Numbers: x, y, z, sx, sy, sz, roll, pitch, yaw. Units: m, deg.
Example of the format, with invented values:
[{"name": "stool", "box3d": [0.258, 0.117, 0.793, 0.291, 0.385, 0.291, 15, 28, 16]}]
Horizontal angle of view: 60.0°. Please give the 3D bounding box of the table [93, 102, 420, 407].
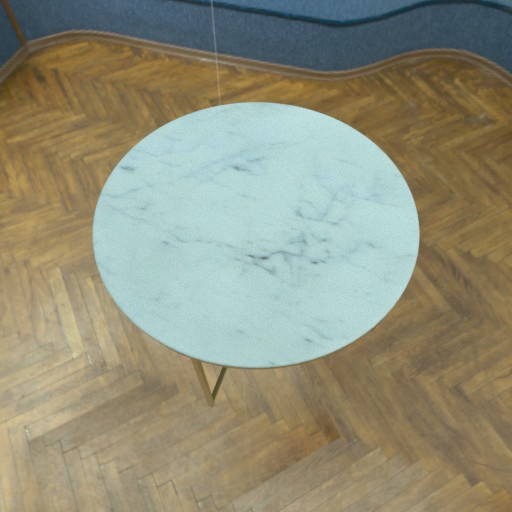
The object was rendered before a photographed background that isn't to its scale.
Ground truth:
[{"name": "table", "box3d": [0.000, 0.000, 1.291, 0.800, 0.450, 0.800, 0, 58, 0]}]
